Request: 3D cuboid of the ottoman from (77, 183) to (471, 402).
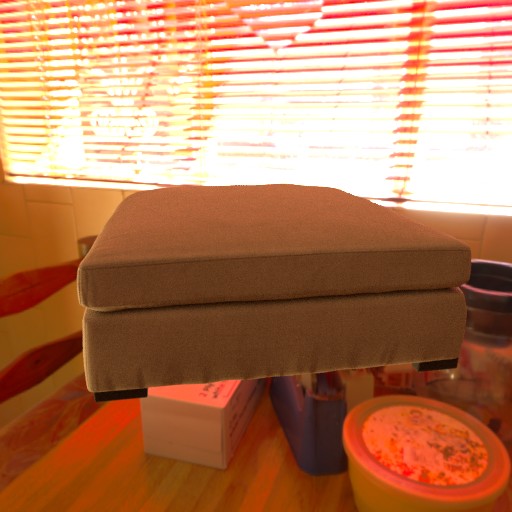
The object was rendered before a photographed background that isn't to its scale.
[{"bbox_3d":[0.000,0.000,1.820,1.203,0.517,1.171,-3,17,-9],"label":"ottoman"}]
